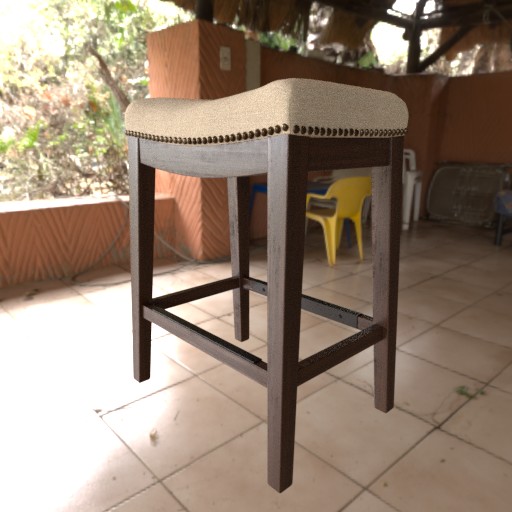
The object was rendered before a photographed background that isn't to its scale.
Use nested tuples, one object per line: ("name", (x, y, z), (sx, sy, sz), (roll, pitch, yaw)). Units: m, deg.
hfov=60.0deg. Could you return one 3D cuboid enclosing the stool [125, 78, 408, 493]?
("stool", (0.000, 0.000, 0.958), (0.363, 0.669, 0.509), (-13, 20, -41))
